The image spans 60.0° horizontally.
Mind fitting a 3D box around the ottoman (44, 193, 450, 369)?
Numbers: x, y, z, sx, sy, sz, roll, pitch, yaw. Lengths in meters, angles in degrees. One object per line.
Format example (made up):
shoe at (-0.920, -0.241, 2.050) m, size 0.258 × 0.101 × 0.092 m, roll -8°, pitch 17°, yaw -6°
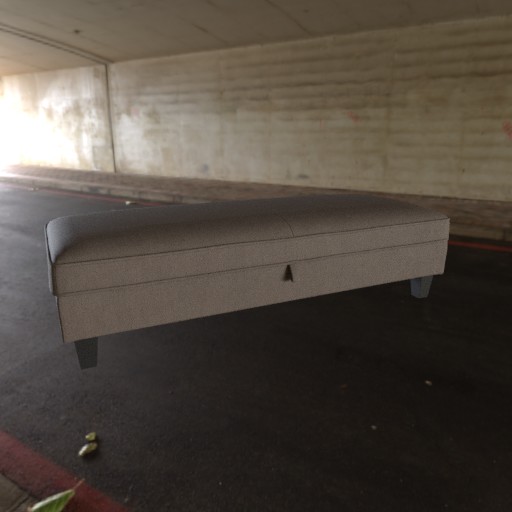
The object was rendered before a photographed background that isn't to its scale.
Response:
ottoman at (0.000, 0.000, 2.077) m, size 1.764 × 0.470 × 0.751 m, roll -8°, pitch 18°, yaw -24°
